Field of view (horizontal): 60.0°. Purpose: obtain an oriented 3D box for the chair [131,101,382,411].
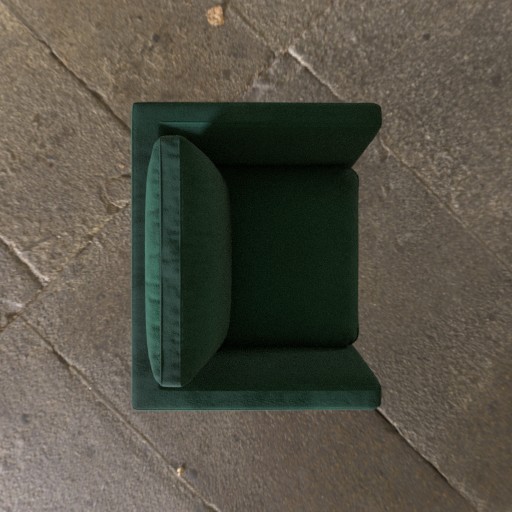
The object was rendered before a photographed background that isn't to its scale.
[{"bbox_3d":[0.000,0.000,1.738,0.852,0.997,1.047,0,90,-1],"label":"chair"}]
